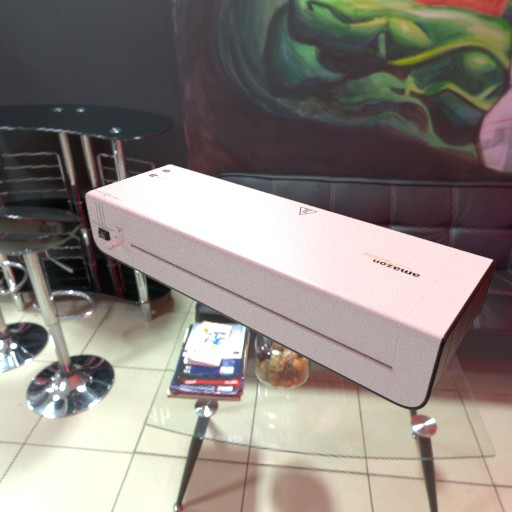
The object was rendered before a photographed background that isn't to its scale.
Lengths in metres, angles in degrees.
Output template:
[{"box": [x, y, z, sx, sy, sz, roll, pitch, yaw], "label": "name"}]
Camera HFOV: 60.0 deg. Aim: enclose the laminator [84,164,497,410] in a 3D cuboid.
[{"box": [0.000, 0.000, 0.379, 0.340, 0.062, 0.123, 22, 37, 33], "label": "laminator"}]
